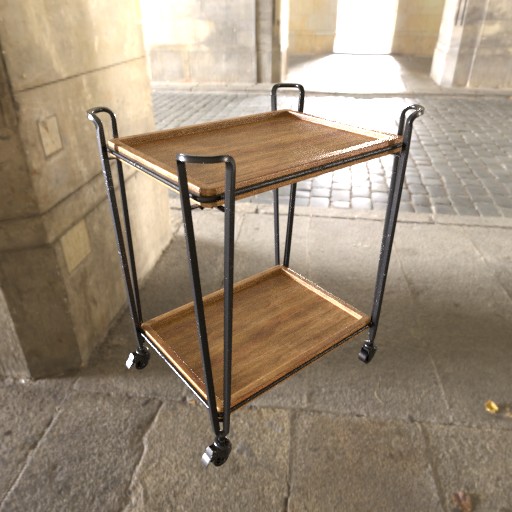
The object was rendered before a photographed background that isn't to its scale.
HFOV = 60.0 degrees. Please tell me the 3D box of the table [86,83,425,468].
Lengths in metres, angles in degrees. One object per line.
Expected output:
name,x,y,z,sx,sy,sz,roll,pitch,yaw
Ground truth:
table,0.000,0.000,1.220,0.672,0.785,0.505,-22,36,-33
